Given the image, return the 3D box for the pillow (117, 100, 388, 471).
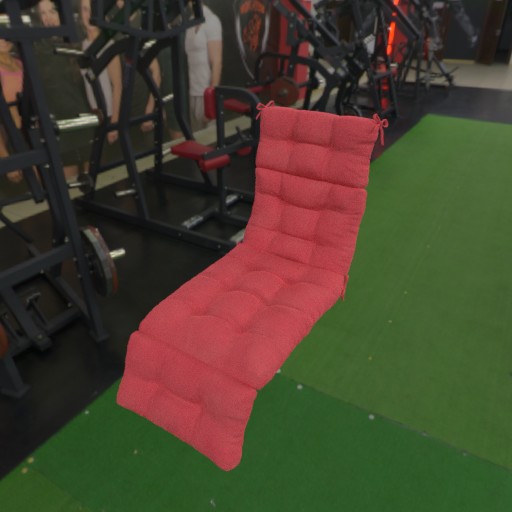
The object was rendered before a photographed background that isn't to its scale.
[{"bbox_3d":[0.000,0.000,1.547,0.526,0.863,1.016,18,34,28],"label":"pillow"}]
